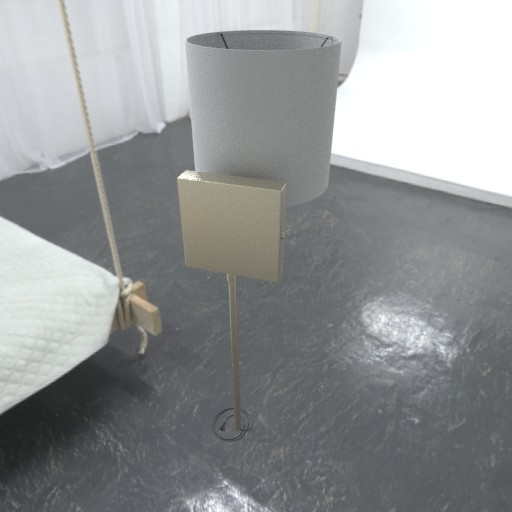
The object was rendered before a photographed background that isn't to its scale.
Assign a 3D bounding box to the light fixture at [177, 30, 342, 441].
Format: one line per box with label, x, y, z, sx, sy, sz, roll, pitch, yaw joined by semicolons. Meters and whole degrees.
light fixture;0.000;0.000;0.673;0.188;0.589;0.248;9;34;14
